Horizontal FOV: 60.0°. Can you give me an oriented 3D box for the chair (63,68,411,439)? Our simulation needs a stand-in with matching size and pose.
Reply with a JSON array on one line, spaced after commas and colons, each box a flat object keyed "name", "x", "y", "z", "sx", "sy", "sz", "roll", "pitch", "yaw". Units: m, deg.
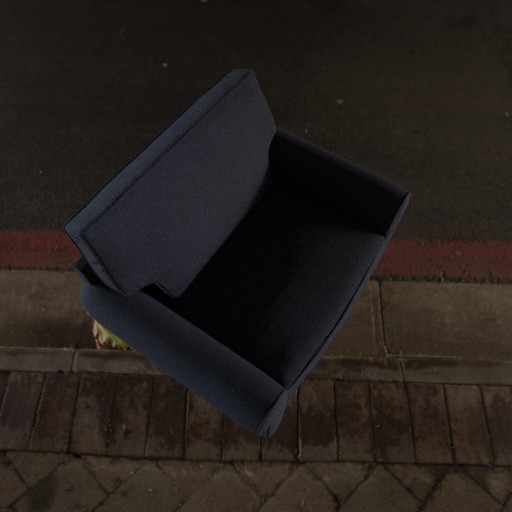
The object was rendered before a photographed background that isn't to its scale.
[{"name": "chair", "x": 0.000, "y": 0.000, "z": 2.003, "sx": 0.963, "sy": 1.044, "sz": 1.285, "roll": 30, "pitch": 64, "yaw": 16}]
